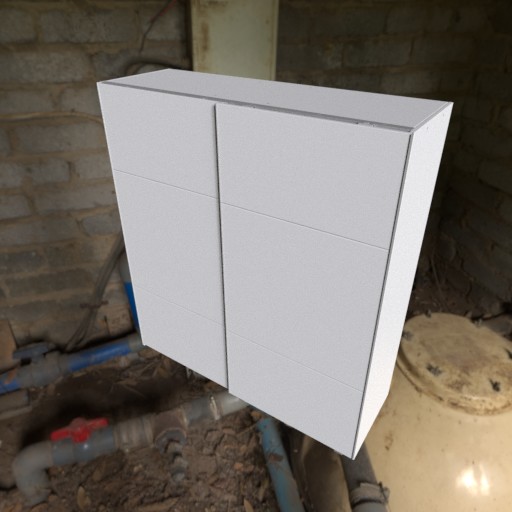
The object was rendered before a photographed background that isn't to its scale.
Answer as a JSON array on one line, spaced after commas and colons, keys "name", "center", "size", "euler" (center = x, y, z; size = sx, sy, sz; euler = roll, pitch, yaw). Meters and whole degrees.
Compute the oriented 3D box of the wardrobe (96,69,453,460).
[{"name": "wardrobe", "center": [0.000, 0.000, 2.758], "size": [1.780, 1.960, 0.629], "euler": [19, 36, 28]}]
